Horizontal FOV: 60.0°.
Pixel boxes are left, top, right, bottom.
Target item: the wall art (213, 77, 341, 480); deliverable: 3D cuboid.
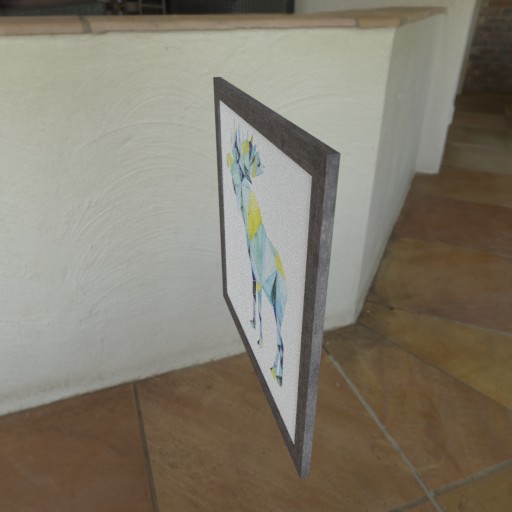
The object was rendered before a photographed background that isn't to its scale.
[{"bbox_3d":[0.000,0.000,0.686,0.013,0.457,0.457,-9,31,-15],"label":"wall art"}]
